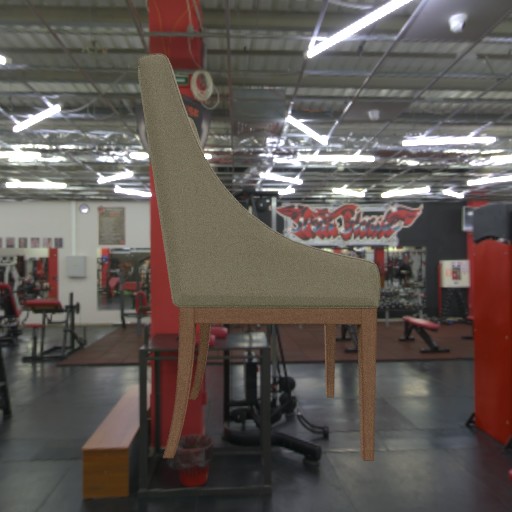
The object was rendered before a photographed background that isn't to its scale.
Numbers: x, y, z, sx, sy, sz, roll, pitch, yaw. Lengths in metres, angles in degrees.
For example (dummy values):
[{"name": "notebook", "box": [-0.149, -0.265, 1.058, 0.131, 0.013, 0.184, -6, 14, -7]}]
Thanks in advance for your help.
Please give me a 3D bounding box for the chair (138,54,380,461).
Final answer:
[{"name": "chair", "box": [0.000, 0.000, 1.372, 0.611, 1.021, 0.575, 0, -1, -1]}]
